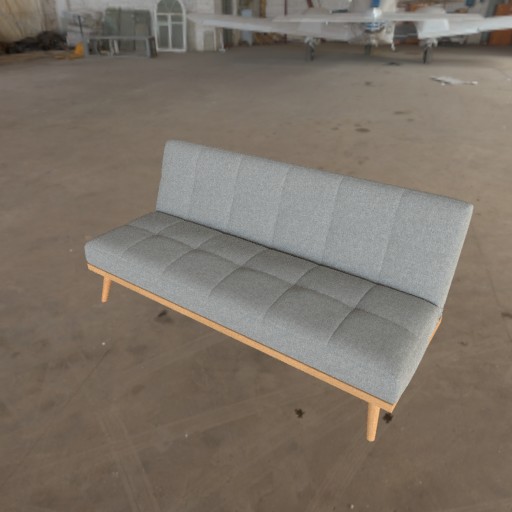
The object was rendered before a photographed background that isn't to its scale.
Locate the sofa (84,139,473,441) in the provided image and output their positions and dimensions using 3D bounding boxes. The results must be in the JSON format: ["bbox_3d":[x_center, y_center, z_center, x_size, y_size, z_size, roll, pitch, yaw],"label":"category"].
[{"bbox_3d":[0.000,0.000,2.281,1.820,0.800,0.800,19,35,30],"label":"sofa"}]
